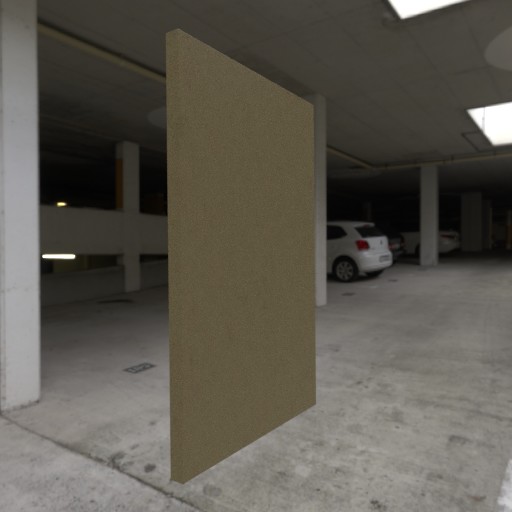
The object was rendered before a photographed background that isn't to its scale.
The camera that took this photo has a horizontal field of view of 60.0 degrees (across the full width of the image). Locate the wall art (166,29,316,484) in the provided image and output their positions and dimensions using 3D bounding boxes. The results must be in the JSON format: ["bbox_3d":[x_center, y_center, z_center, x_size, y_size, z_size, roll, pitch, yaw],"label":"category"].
[{"bbox_3d":[0.000,0.000,1.003,0.039,0.810,0.510,0,1,35],"label":"wall art"}]
